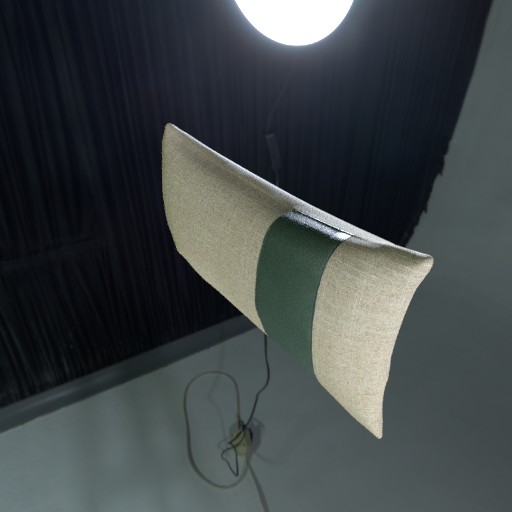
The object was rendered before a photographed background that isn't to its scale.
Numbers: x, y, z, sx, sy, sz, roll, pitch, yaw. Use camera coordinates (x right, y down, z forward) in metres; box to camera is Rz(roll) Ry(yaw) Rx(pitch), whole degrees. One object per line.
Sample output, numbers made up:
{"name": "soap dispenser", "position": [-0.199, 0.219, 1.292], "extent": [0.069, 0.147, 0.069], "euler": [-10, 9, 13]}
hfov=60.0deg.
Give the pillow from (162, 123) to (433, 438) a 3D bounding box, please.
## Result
{"name": "pillow", "position": [0.000, 0.000, 1.043], "extent": [0.197, 0.429, 0.859], "euler": [-21, 38, -30]}
